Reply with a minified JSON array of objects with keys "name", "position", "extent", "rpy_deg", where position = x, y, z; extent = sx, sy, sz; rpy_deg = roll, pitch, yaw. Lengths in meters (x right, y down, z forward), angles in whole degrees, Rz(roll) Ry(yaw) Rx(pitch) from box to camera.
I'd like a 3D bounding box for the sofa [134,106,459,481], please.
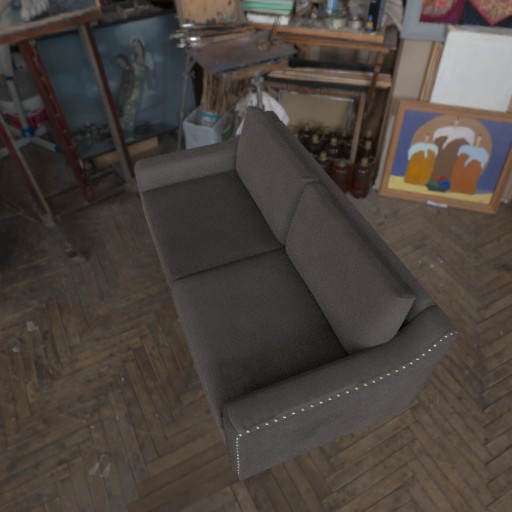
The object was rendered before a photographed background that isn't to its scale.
[{"name":"sofa","position":[0.000,0.000,3.288],"extent":[1.336,1.196,2.550],"rpy_deg":[-16,49,-15]}]
